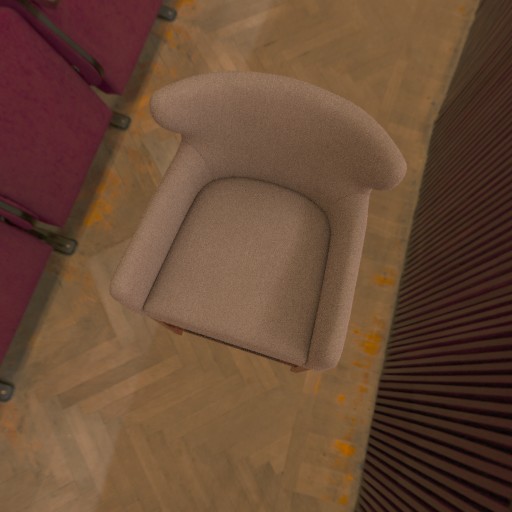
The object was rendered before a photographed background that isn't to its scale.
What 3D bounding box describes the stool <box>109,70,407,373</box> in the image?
[{"bbox_3d":[0.000,0.000,1.389,0.575,1.047,0.575,17,75,5],"label":"stool"}]
